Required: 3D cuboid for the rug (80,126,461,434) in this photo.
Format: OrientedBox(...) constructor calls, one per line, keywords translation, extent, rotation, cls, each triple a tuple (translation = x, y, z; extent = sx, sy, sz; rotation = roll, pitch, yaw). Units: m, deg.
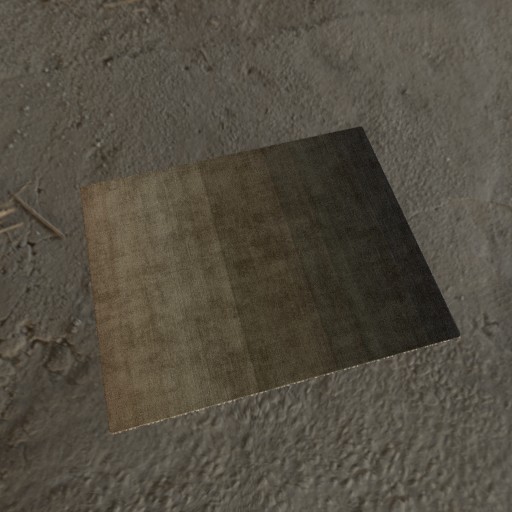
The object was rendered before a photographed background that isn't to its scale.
OrientedBox(translation=(0.000, 0.000, 3.960), extent=(2.902, 0.017, 2.306), rotation=(-14, 66, -6), cls="rug")
